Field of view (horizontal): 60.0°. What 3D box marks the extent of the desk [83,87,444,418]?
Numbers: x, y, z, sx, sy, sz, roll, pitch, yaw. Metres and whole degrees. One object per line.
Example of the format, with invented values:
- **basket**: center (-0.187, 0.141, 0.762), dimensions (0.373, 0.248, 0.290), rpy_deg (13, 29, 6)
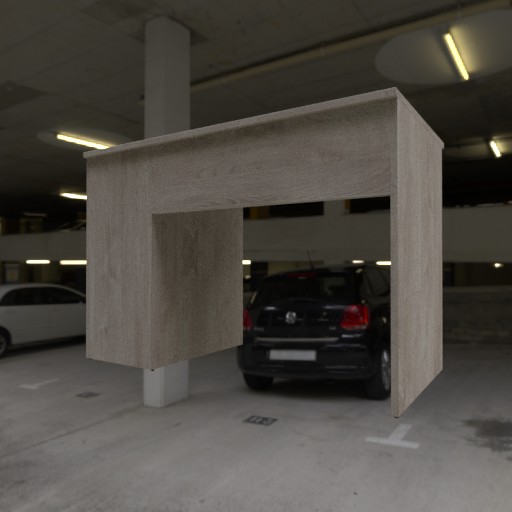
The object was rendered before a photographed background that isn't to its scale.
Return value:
- **desk**: center (0.000, 0.000, 1.506), dimensions (1.097, 0.735, 0.560), rpy_deg (0, -1, 33)
